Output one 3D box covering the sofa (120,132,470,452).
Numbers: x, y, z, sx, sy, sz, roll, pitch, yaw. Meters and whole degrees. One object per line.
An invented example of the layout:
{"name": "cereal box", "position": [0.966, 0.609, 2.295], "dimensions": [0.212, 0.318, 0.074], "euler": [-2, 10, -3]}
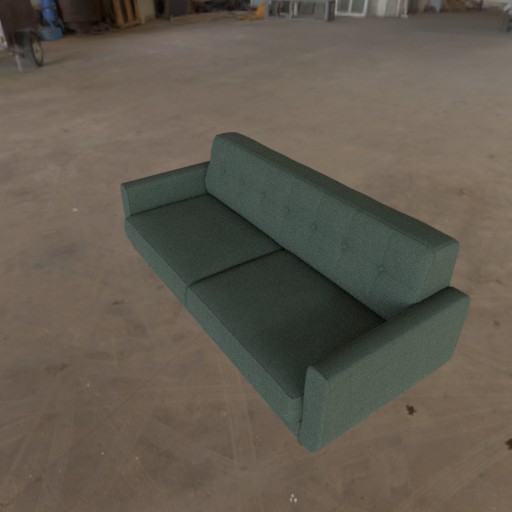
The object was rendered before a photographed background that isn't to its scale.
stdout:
{"name": "sofa", "position": [0.000, 0.000, 2.497], "dimensions": [0.909, 0.841, 2.029], "euler": [-21, 39, -28]}
